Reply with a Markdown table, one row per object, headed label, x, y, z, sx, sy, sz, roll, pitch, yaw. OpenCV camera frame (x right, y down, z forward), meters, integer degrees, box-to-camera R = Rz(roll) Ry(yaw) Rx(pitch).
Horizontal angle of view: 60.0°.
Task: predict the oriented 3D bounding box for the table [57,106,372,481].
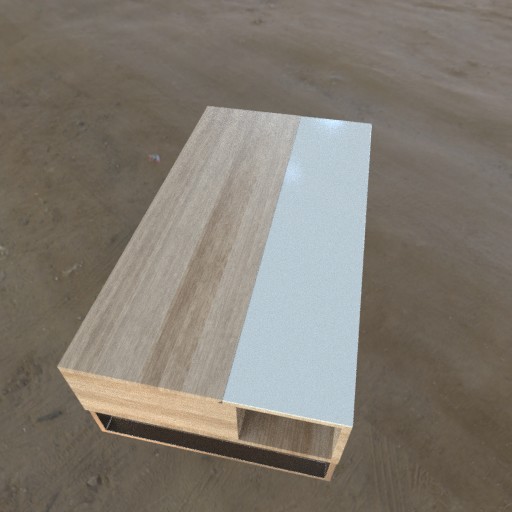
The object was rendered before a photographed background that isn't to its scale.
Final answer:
| label | x | y | z | sx | sy | sz | roll | pitch | yaw |
| --- | --- | --- | --- | --- | --- | --- | --- | --- | --- |
| table | 0.000 | 0.000 | 1.361 | 0.600 | 0.350 | 1.100 | 9 | 47 | 8 |
